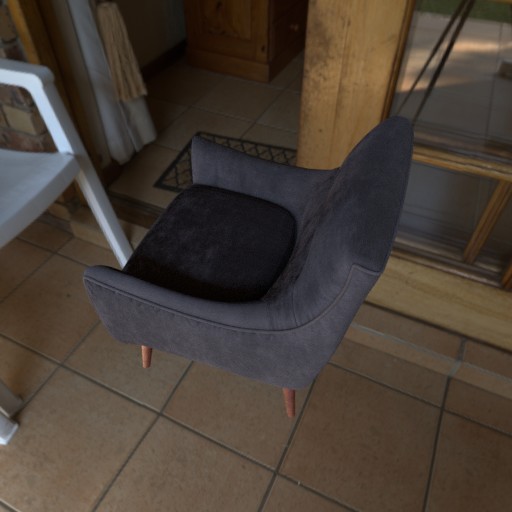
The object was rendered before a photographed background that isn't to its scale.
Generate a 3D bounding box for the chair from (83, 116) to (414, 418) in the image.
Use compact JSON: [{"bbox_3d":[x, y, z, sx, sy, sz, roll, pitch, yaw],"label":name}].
[{"bbox_3d":[0.000,0.000,1.458,0.787,0.838,0.762,15,49,13],"label":"chair"}]
